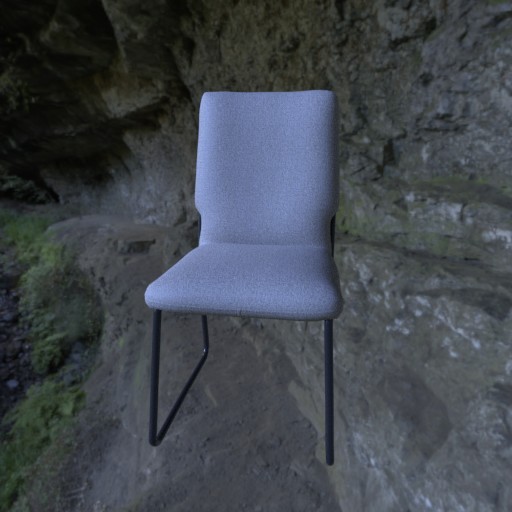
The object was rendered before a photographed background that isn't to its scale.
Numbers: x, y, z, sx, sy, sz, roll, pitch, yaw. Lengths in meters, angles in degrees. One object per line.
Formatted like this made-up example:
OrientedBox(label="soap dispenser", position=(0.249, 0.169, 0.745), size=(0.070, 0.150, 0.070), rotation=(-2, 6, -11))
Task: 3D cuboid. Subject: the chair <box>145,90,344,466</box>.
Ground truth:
OrientedBox(label="chair", position=(0.000, 0.000, 1.180), size=(0.448, 0.864, 0.560), rotation=(2, 16, 8))
